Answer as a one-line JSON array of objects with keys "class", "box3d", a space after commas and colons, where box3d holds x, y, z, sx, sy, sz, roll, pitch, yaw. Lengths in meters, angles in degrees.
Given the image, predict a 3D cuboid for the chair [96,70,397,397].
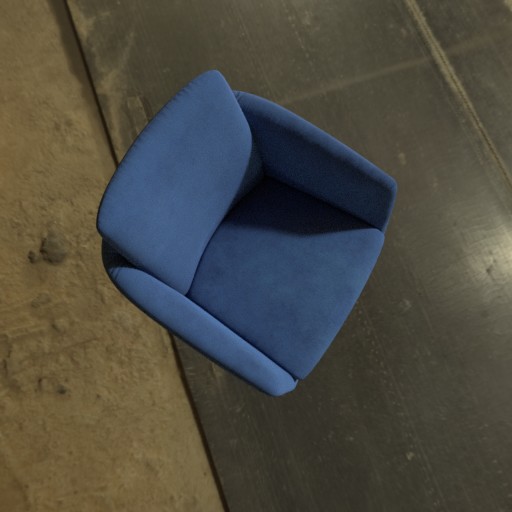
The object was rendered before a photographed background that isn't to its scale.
[{"class": "chair", "box3d": [0.000, 0.000, 1.334, 0.635, 0.908, 0.641, 31, 78, 8]}]
